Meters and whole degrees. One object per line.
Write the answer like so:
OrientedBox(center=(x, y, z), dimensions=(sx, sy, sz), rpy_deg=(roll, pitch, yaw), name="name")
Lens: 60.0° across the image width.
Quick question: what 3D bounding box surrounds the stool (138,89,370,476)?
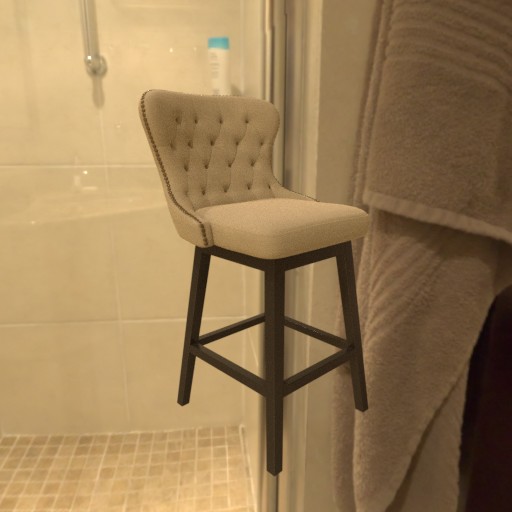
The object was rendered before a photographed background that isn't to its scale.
OrientedBox(center=(0.000, 0.000, 1.353), dimensions=(0.528, 0.971, 0.593), rpy_deg=(-14, 20, -41), name="stool")
